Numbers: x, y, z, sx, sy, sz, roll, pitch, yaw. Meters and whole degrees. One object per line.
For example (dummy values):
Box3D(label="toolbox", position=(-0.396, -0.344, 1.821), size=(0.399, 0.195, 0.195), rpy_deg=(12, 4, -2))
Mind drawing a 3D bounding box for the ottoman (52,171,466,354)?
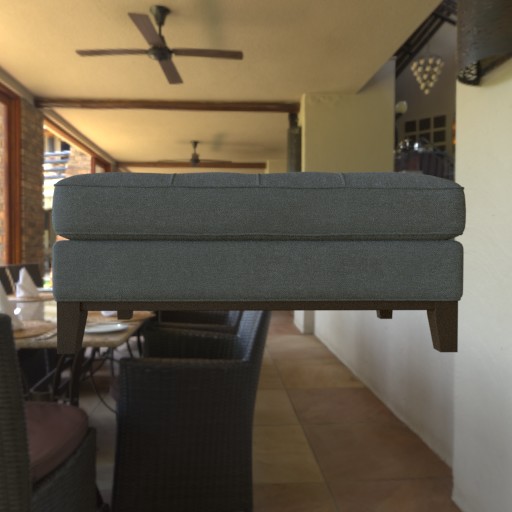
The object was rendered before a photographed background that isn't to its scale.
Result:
Box3D(label="ottoman", position=(0.000, 0.000, 1.495), size=(1.143, 0.514, 0.648), rpy_deg=(0, 1, -1))
